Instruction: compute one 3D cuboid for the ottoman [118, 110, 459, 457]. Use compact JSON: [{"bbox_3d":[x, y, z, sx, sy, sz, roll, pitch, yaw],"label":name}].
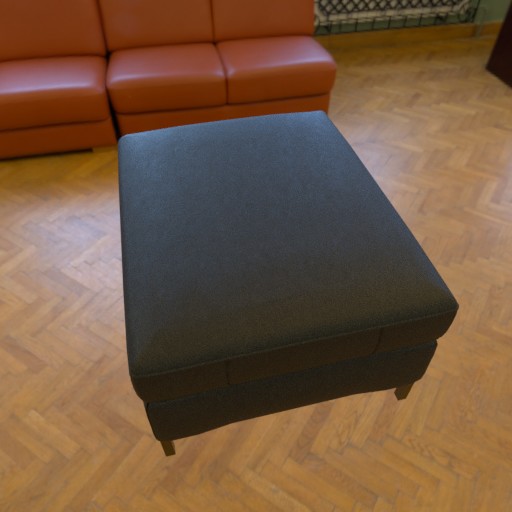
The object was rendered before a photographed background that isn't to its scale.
[{"bbox_3d":[0.000,0.000,1.789,0.967,0.696,1.187,-10,47,-9],"label":"ottoman"}]
